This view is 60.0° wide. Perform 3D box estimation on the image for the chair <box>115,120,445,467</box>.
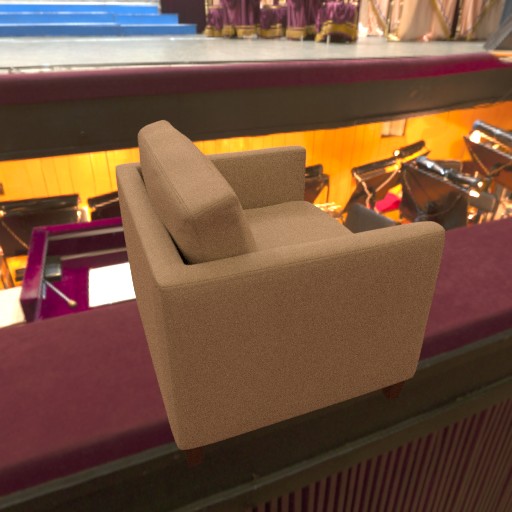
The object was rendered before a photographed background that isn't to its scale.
[{"bbox_3d":[0.000,0.000,1.817,0.959,0.961,1.107,-11,31,-18],"label":"chair"}]
